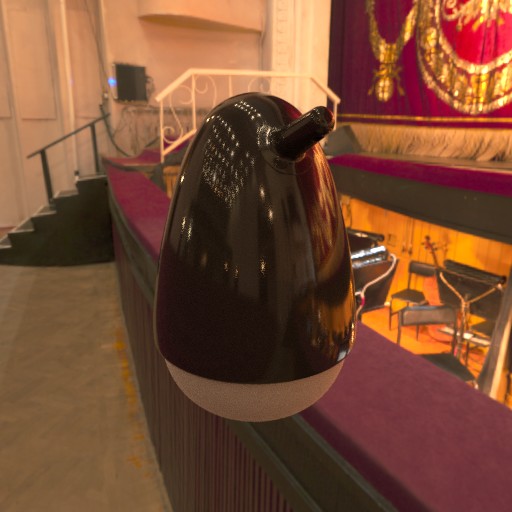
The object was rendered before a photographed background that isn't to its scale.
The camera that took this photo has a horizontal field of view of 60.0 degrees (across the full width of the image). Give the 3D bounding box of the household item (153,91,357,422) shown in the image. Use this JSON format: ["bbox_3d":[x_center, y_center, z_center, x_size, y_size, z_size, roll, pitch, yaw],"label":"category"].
[{"bbox_3d":[0.000,0.000,0.218,0.102,0.152,0.104,-9,18,-28],"label":"household item"}]
